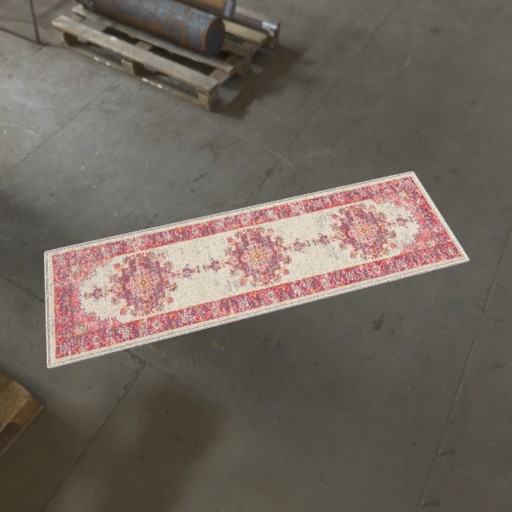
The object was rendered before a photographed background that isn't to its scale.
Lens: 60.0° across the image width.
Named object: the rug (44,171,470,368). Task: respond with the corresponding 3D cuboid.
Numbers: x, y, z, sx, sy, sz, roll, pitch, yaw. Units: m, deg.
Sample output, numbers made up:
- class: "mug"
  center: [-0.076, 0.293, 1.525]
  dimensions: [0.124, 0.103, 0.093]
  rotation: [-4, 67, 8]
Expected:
- class: "rug"
  center: [0.000, 0.000, 1.982]
  dimensions: [1.824, 0.009, 0.562]
  rotation: [-13, 58, -8]
